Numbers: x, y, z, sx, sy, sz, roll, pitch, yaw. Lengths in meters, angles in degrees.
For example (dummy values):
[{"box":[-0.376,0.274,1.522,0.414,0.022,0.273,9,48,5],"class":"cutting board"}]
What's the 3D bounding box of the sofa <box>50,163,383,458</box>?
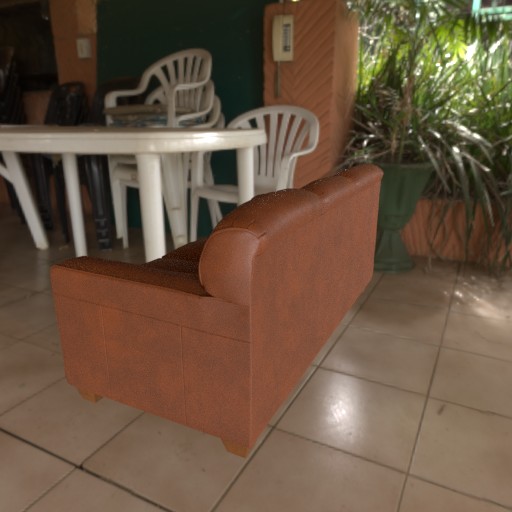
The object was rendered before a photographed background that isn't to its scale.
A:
[{"box":[0.000,0.000,2.538,1.008,0.953,2.039,8,19,25],"class":"sofa"}]
